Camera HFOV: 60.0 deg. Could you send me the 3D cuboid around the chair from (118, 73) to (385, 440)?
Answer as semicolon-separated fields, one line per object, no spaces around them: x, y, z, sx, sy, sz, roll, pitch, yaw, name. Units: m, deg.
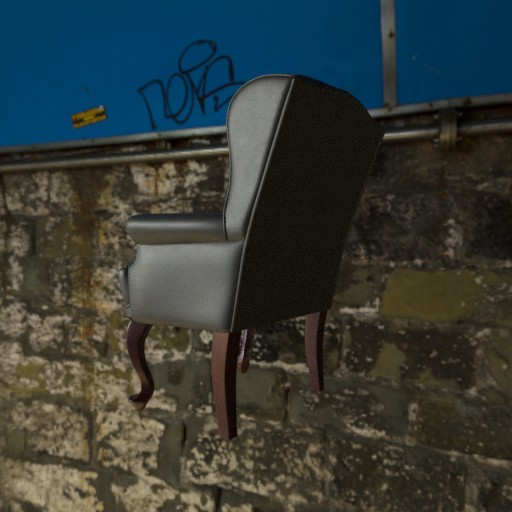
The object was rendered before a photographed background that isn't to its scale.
0.000;0.000;1.656;0.762;1.111;0.838;1;1;36;chair
